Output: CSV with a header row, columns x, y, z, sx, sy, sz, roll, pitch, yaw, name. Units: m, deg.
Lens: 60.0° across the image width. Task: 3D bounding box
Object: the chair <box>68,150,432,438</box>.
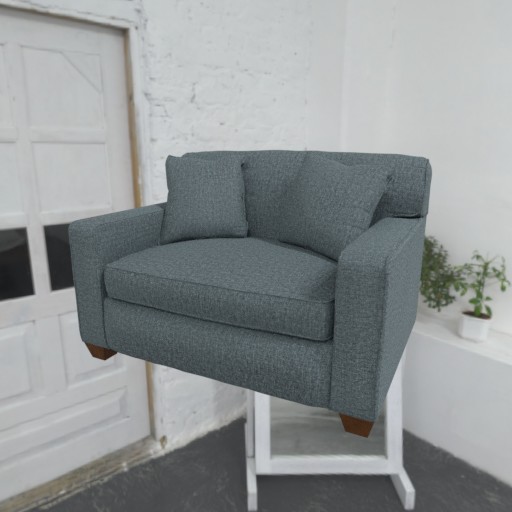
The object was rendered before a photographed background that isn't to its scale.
x,y,z,sx,sy,sz,roll,pitch,yaw,name
0.000,0.000,2.063,1.383,0.948,1.000,7,17,26,chair
